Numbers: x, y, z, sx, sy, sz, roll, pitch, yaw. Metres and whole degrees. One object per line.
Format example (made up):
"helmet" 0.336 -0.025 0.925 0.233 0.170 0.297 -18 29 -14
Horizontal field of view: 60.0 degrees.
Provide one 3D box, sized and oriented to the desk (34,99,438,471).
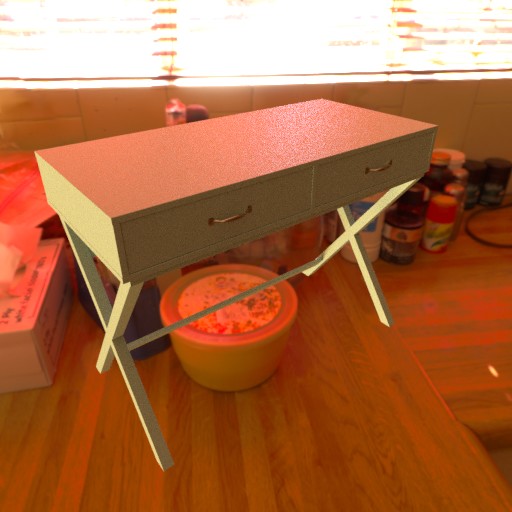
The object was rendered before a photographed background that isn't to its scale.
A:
"desk" 0.000 0.000 1.458 1.057 0.780 0.525 -22 37 -32
